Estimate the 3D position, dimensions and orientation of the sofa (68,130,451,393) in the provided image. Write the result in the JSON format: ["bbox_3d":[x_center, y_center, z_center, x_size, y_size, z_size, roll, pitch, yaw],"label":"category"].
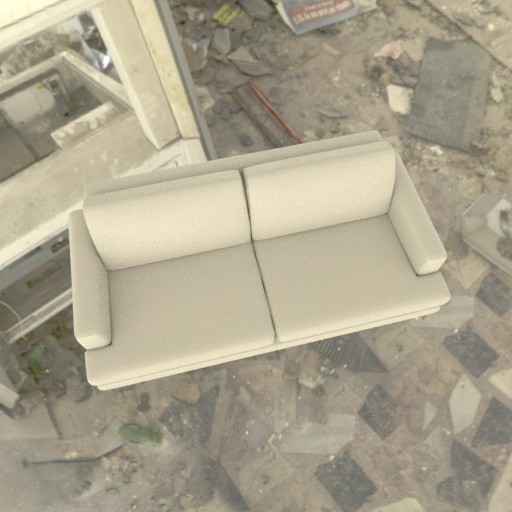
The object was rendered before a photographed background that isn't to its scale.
[{"bbox_3d":[0.000,0.000,2.459,1.940,0.765,0.974,-12,64,-6],"label":"sofa"}]
